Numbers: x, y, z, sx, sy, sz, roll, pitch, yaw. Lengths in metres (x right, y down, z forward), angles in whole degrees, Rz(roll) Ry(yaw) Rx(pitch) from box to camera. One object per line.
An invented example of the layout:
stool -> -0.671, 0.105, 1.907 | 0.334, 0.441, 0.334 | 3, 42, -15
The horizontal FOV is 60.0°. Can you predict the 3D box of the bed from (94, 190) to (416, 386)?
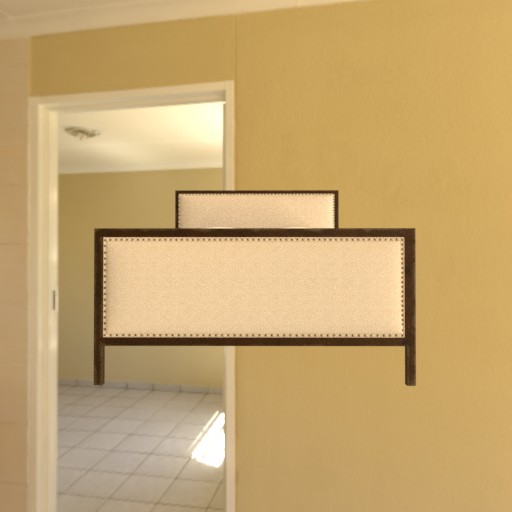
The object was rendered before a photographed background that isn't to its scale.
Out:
bed -> 0.000, 0.000, 3.282 | 1.607, 1.313, 2.221 | 0, -1, 0
